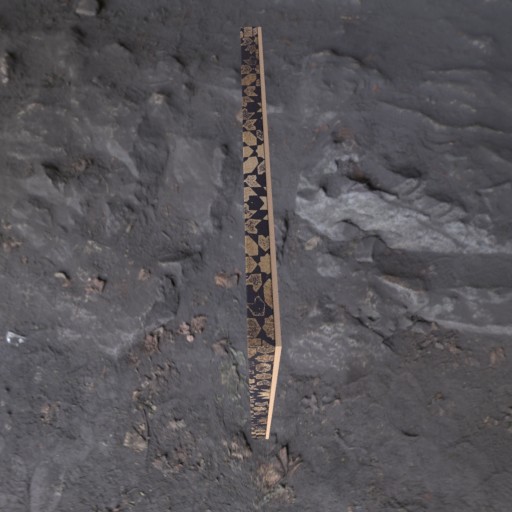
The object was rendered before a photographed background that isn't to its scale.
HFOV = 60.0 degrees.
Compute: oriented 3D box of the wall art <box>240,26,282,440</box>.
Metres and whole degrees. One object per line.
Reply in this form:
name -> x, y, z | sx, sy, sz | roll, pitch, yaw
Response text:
wall art -> 0.000, 0.000, 0.913 | 0.038, 0.612, 0.612 | -2, 59, -1
